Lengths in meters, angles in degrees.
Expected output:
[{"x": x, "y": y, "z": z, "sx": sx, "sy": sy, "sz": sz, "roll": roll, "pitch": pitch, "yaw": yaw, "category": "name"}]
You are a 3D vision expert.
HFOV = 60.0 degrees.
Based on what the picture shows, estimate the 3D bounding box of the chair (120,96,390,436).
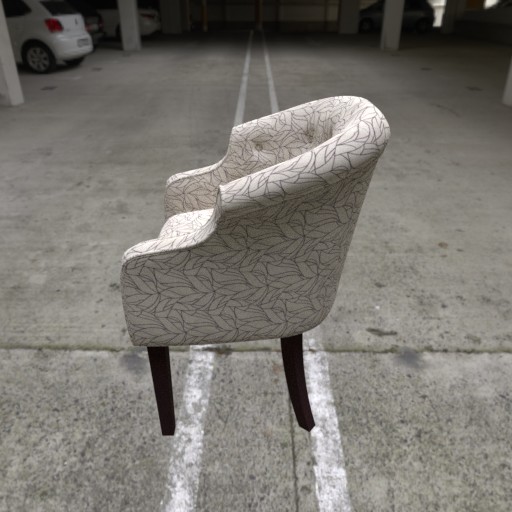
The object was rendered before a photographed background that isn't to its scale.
[{"x": 0.000, "y": 0.000, "z": 1.275, "sx": 0.613, "sy": 0.858, "sz": 0.686, "roll": 0, "pitch": 27, "yaw": 0, "category": "chair"}]
